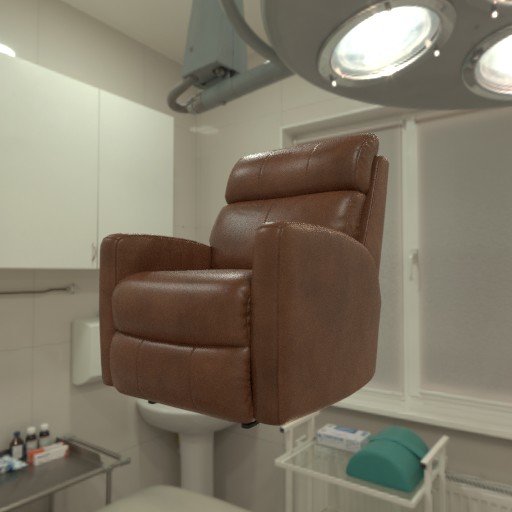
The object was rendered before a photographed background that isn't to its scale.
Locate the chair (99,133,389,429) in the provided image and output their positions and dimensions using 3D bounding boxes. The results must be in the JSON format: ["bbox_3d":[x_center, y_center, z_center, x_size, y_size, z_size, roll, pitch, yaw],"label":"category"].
[{"bbox_3d":[0.000,0.000,1.680,0.787,1.016,0.939,-1,-2,36],"label":"chair"}]
